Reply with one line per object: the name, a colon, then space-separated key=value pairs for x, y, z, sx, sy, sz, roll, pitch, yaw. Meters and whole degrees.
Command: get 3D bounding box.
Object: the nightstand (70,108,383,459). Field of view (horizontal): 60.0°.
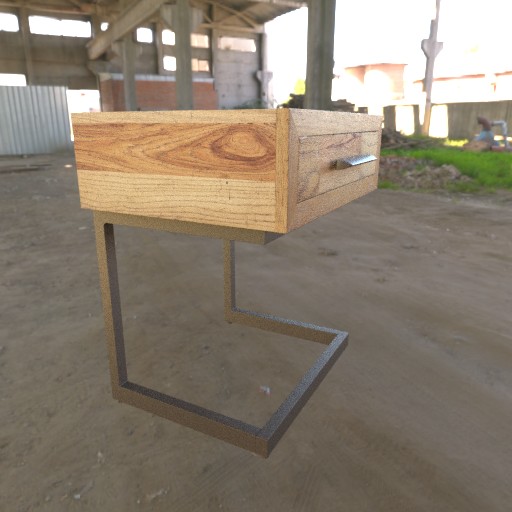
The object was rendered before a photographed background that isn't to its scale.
nightstand: x=0.000 y=0.000 z=1.033 sx=0.481 sy=0.632 sz=0.558 roll=9 pitch=19 yaw=27
